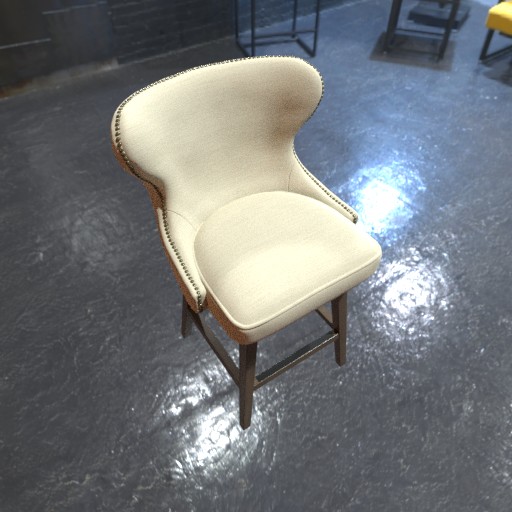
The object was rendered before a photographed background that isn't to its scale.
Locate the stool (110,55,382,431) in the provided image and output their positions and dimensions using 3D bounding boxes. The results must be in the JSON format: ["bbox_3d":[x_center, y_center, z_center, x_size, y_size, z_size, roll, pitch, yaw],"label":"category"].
[{"bbox_3d":[0.000,0.000,1.363,0.615,0.972,0.597,-26,52,-22],"label":"stool"}]
